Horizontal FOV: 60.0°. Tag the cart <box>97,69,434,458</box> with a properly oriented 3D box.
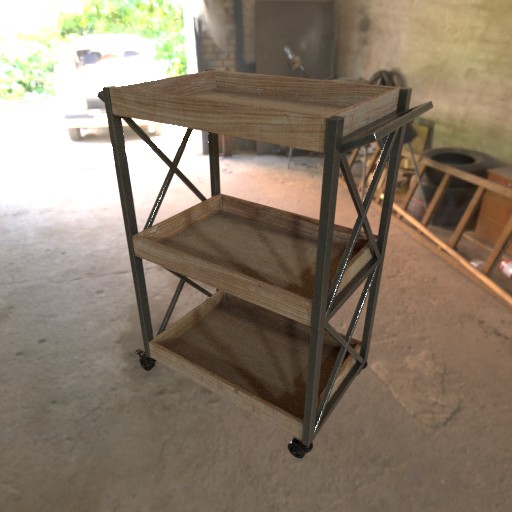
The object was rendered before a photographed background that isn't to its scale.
[{"bbox_3d":[0.000,0.000,1.159,0.673,0.835,0.377,19,35,30],"label":"cart"}]
